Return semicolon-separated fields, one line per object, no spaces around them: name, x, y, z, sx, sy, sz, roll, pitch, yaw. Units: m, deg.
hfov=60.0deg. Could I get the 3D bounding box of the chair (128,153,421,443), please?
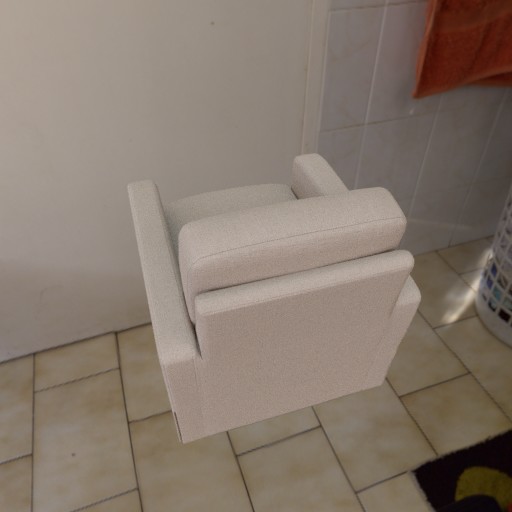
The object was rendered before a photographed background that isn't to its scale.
chair;0.000;0.000;1.520;0.755;0.827;0.888;-12;43;-13
